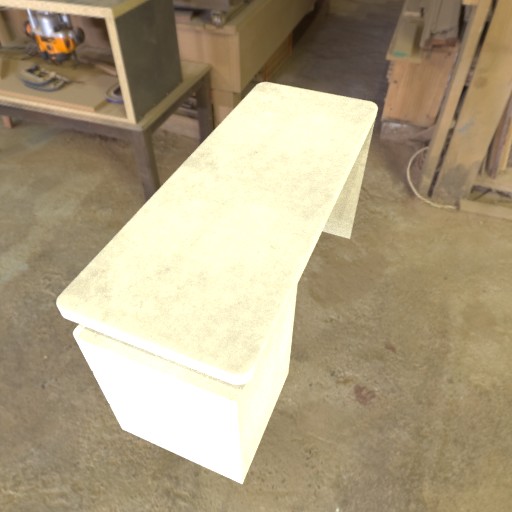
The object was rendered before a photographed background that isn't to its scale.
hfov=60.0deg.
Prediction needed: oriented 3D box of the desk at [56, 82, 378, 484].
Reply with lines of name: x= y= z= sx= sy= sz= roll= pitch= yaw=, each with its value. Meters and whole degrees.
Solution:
desk: x=0.000 y=0.000 z=1.772 sx=0.550 sy=0.755 sz=1.400 roll=17 pitch=48 yaw=16
